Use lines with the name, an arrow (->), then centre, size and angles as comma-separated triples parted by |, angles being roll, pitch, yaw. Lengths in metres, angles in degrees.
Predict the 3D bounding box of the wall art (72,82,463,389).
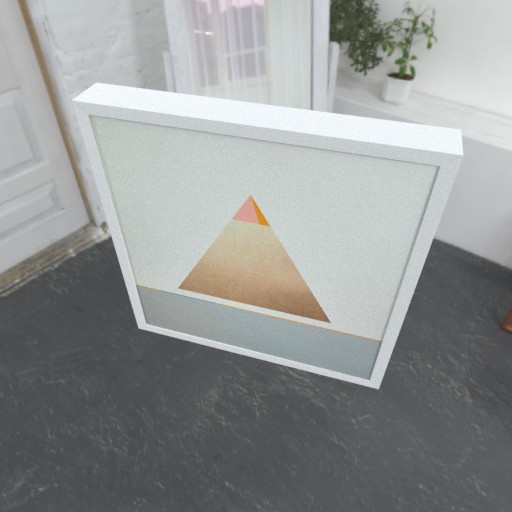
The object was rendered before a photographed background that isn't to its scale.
wall art -> 0.000, 0.000, 0.450 | 0.305, 0.304, 0.038 | 12, 44, 12
